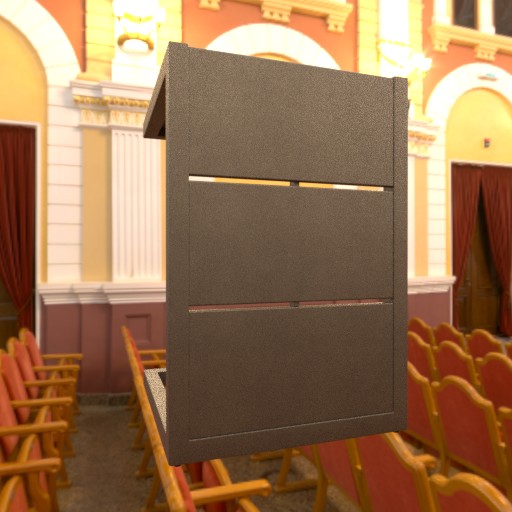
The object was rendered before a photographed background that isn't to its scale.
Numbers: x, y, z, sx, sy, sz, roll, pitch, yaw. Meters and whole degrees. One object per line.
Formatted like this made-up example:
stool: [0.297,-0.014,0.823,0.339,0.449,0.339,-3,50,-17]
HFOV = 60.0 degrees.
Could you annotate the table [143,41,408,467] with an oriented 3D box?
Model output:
table: [0.000,0.000,0.889,0.405,0.609,0.420,0,0,-19]
